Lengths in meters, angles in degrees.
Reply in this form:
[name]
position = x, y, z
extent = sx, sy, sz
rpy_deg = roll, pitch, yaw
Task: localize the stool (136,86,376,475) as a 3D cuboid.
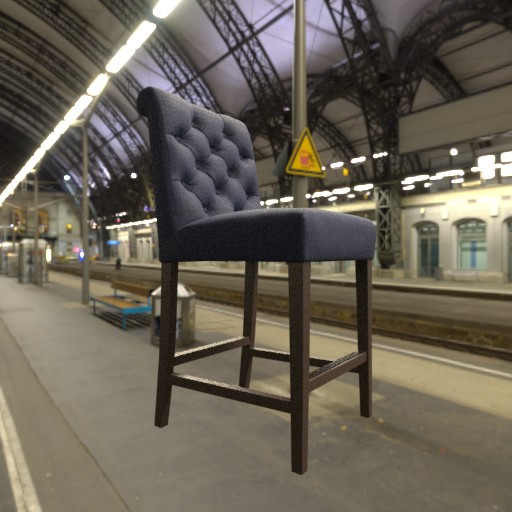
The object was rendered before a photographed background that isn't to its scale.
[stool]
position = 0.000, 0.000, 1.362
extent = 0.601, 1.010, 0.493
rpy_deg = 0, 1, 35
